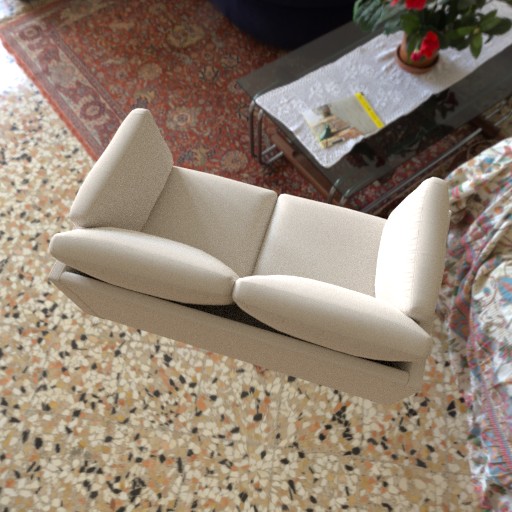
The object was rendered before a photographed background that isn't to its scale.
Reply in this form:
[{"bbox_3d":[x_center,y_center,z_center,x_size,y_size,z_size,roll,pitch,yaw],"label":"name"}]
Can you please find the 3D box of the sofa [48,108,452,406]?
[{"bbox_3d":[0.000,0.000,2.317,1.776,0.836,0.970,15,65,7],"label":"sofa"}]
